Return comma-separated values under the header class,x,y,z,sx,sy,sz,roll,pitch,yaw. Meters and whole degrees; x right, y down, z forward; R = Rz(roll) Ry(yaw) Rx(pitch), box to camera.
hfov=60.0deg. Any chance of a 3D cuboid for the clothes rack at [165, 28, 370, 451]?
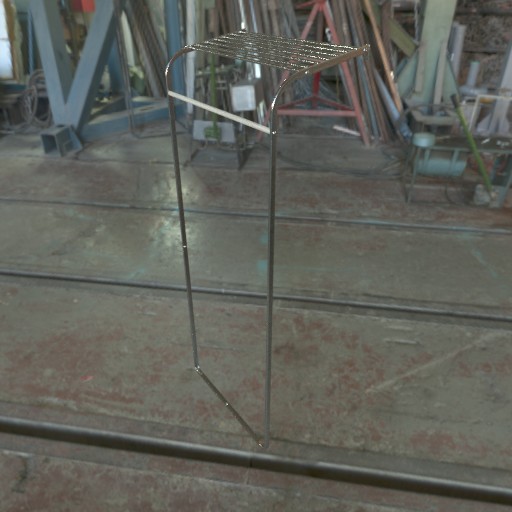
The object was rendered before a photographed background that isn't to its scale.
class,x,y,z,sx,sy,sz,roll,pitch,yaw
clothes rack,0.000,0.000,1.779,0.349,1.574,0.609,-22,38,-30
